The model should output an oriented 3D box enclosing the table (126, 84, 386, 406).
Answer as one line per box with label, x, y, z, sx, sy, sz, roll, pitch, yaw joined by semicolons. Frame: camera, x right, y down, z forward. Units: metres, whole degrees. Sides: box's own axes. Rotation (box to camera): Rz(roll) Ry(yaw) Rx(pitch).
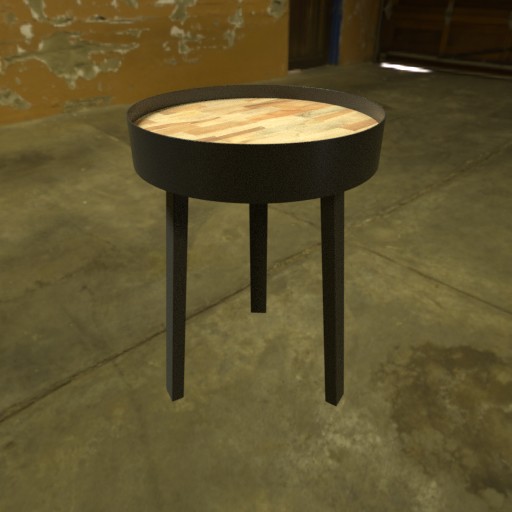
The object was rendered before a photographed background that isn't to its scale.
table;0.000;0.000;0.858;0.406;0.559;0.406;0;31;0
